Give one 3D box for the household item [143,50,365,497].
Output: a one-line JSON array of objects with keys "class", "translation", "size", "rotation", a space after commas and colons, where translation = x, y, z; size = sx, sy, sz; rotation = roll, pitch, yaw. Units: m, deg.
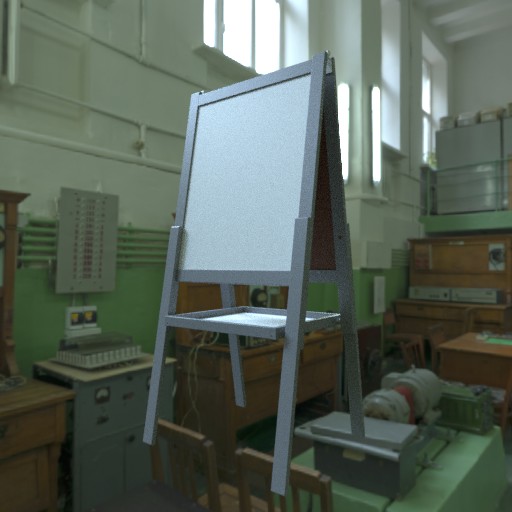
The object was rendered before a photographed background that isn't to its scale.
[{"class": "household item", "translation": [0.000, 0.000, 1.420], "size": [0.531, 1.172, 0.469], "rotation": [-1, -1, 37]}]
